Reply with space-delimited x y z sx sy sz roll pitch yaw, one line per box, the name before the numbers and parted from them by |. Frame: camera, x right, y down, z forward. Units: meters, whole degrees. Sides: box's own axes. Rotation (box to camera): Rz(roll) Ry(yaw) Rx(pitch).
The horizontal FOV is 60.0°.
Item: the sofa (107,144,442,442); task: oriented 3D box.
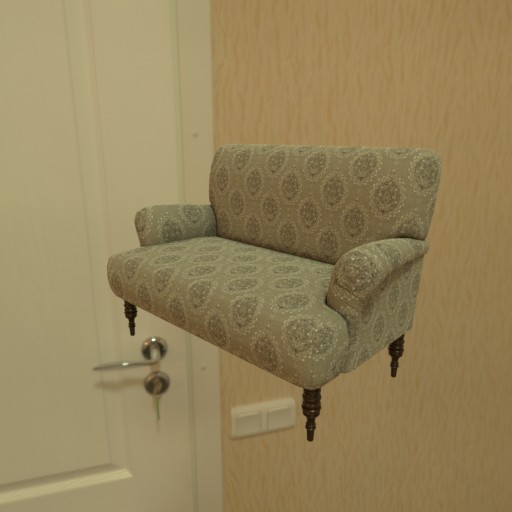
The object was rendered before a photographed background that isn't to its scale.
sofa | 0.000 0.000 1.862 1.297 0.889 0.779 15 21 43
